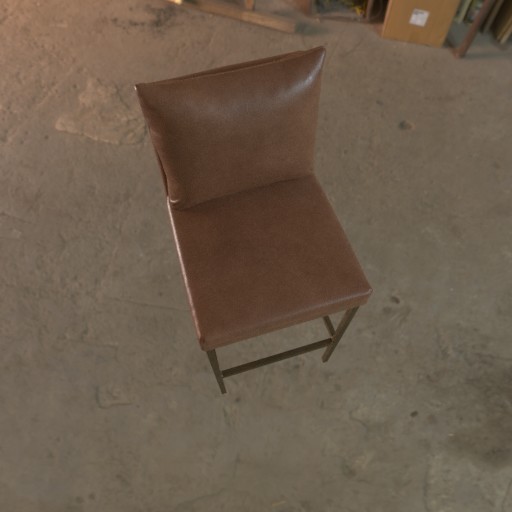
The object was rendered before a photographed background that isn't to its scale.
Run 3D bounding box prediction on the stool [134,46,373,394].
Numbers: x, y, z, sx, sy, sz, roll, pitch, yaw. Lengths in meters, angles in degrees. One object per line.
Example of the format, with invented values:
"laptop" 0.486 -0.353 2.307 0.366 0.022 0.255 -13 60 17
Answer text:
"stool" 0.000 0.000 1.391 0.463 1.124 0.571 -15 64 -8
